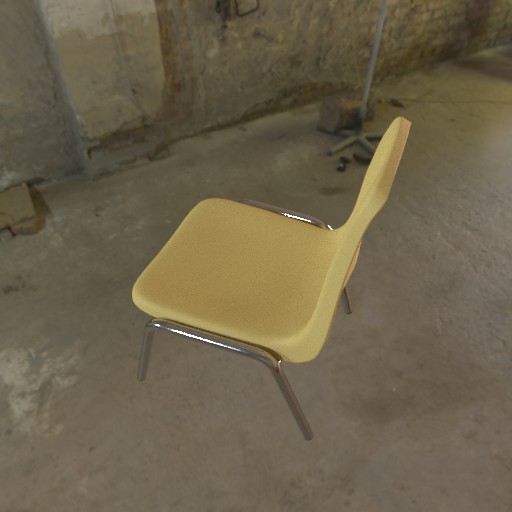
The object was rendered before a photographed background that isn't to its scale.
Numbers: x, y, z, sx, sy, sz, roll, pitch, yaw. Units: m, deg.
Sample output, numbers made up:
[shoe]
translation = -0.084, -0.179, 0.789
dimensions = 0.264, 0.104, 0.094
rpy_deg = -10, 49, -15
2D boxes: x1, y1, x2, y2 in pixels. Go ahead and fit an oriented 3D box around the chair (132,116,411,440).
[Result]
[chair]
translation = 0.000, 0.000, 0.772
dimensions = 0.385, 0.536, 0.354
rpy_deg = 16, 48, 15
